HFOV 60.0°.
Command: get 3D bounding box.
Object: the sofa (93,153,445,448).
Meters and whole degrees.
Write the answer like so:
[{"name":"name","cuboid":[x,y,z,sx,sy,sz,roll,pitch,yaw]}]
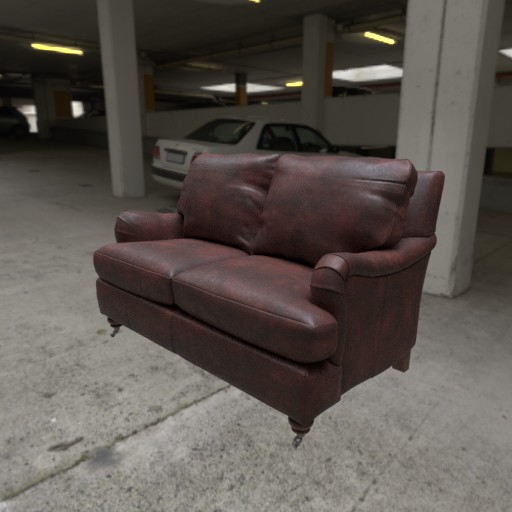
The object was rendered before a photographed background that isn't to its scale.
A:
[{"name":"sofa","cuboid":[0.000,0.000,2.398,1.628,1.070,1.148,14,20,42]}]
